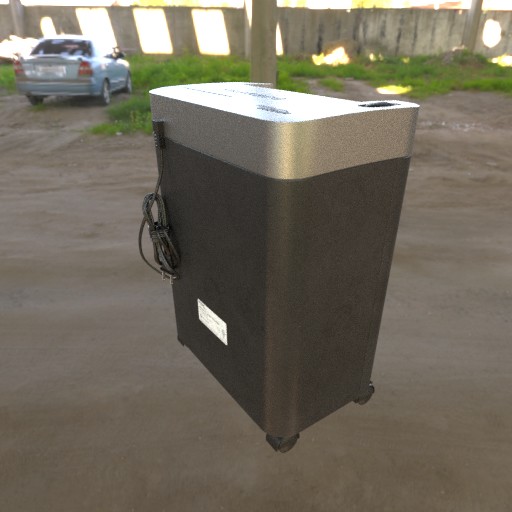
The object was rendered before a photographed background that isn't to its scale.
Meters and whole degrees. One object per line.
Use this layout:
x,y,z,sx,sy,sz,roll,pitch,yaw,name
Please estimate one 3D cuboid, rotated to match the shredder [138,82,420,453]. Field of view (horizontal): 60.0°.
0.000,0.000,0.605,0.237,0.419,0.311,-17,31,-31,shredder
